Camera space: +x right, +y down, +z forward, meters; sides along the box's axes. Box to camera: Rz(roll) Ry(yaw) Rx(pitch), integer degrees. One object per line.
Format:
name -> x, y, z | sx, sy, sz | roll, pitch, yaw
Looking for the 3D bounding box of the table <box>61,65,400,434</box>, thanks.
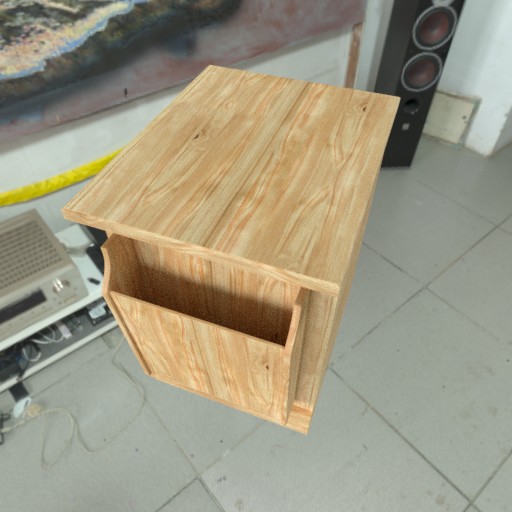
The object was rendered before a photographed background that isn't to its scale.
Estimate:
table -> 0.000, 0.000, 0.881 | 0.380, 0.515, 0.530 | 15, 49, 14
